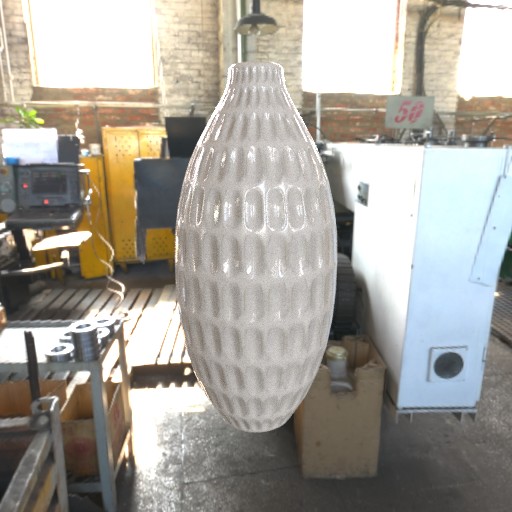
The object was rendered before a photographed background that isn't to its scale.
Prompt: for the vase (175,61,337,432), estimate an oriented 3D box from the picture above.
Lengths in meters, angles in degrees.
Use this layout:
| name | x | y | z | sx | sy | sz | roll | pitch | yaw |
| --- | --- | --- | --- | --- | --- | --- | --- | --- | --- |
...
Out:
| name | x | y | z | sx | sy | sz | roll | pitch | yaw |
| --- | --- | --- | --- | --- | --- | --- | --- | --- | --- |
| vase | 0.000 | 0.000 | 0.353 | 0.127 | 0.282 | 0.127 | 0 | 15 | 0 |
